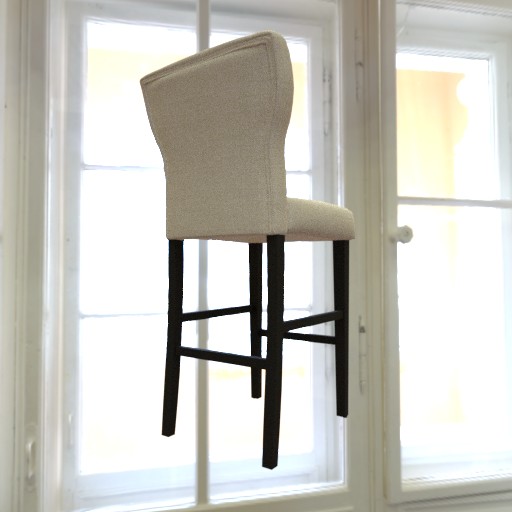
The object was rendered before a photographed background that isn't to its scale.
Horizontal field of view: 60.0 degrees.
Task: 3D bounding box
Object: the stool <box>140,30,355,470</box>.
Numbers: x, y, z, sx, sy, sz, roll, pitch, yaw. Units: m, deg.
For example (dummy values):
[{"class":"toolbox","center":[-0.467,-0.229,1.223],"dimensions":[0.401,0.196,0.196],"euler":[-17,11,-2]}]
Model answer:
[{"class":"stool","center":[0.000,0.000,1.456],"dimensions":[0.516,1.124,0.603],"euler":[-1,-1,35]}]
